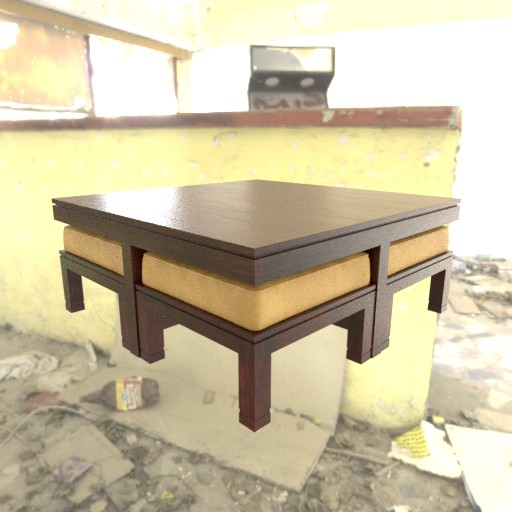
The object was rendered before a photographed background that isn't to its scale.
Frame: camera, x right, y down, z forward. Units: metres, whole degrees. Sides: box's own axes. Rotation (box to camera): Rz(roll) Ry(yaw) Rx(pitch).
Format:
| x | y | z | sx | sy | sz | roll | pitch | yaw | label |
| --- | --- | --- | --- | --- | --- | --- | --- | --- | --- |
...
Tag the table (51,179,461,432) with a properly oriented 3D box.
| x | y | z | sx | sy | sz | roll | pitch | yaw | label |
| --- | --- | --- | --- | --- | --- | --- | --- | --- | --- |
| 0.000 | 0.000 | 1.368 | 0.865 | 0.356 | 0.865 | -14 | 21 | -43 | table |
